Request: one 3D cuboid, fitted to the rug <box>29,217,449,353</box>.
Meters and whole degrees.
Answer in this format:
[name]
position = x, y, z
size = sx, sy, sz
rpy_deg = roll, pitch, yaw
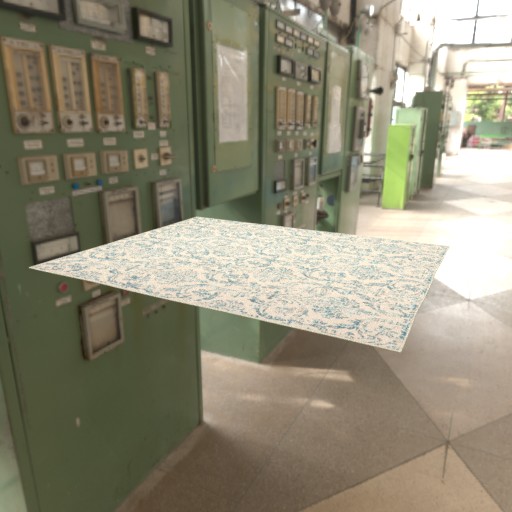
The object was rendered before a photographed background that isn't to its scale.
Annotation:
[rug]
position = 0.000, 0.000, 3.968
size = 2.980, 0.012, 2.363
rpy_deg = 9, 19, 27
